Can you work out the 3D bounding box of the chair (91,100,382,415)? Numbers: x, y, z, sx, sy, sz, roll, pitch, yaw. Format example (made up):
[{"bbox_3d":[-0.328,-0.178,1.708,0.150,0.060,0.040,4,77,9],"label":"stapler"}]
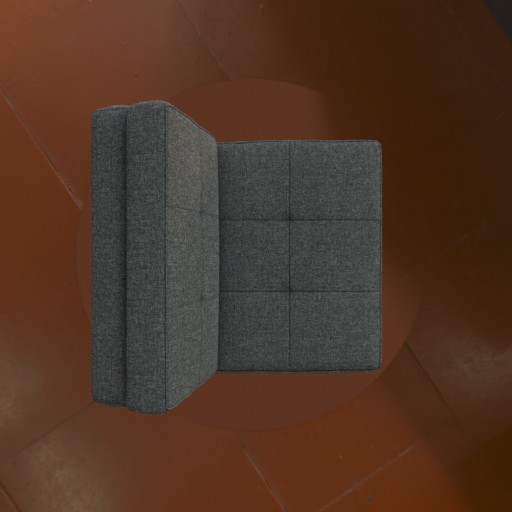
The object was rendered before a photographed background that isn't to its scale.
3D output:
[{"bbox_3d":[0.000,0.000,1.303,0.800,0.615,0.740,0,90,0],"label":"chair"}]
